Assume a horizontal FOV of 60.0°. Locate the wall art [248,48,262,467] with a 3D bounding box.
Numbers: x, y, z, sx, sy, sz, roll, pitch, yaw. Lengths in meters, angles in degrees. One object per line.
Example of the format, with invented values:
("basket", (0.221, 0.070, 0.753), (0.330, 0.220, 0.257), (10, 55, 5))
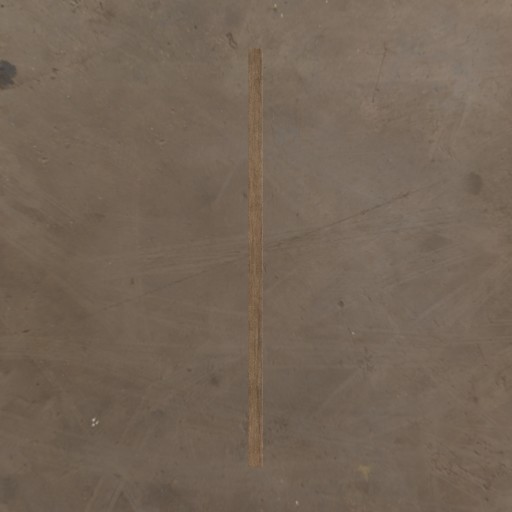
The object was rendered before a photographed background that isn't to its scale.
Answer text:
("wall art", (0.000, 0.000, 0.908), (0.018, 0.686, 0.534), (0, 91, 0))
